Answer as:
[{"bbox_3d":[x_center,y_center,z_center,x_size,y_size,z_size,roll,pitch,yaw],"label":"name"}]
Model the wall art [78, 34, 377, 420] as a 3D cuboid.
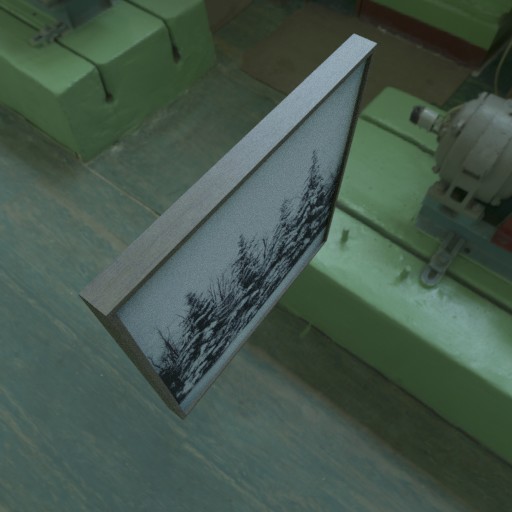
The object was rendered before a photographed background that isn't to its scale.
[{"bbox_3d":[0.000,0.000,0.733,0.037,0.507,0.507,33,65,18],"label":"wall art"}]
